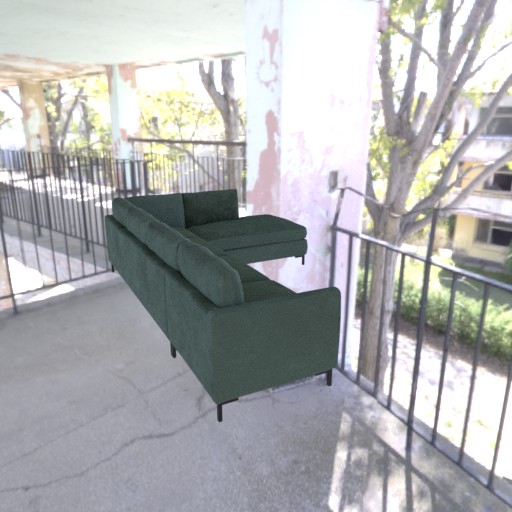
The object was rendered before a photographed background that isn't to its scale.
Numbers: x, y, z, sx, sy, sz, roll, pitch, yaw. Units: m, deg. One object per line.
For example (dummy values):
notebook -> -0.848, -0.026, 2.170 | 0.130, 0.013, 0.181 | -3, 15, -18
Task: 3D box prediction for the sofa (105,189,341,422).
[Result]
sofa -> 0.000, 0.000, 3.255 | 1.707, 0.687, 2.486 | -8, 18, -27
